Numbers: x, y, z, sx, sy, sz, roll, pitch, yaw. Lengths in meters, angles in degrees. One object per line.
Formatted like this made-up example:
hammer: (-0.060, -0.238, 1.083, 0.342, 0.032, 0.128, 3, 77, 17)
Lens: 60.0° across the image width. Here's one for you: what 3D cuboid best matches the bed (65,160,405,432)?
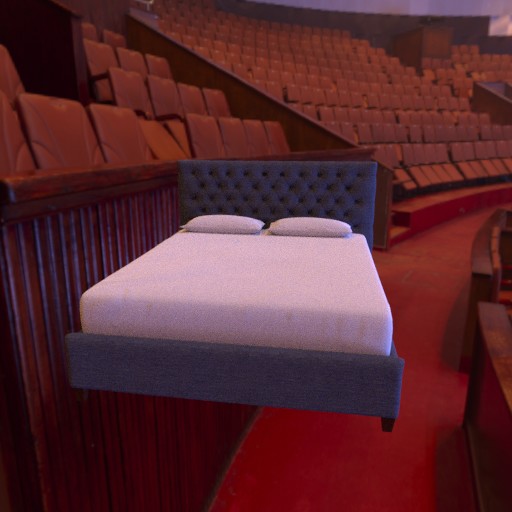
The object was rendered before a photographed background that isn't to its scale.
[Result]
bed: (0.000, 0.000, 3.657, 2.078, 1.427, 2.387, 2, 15, 9)
